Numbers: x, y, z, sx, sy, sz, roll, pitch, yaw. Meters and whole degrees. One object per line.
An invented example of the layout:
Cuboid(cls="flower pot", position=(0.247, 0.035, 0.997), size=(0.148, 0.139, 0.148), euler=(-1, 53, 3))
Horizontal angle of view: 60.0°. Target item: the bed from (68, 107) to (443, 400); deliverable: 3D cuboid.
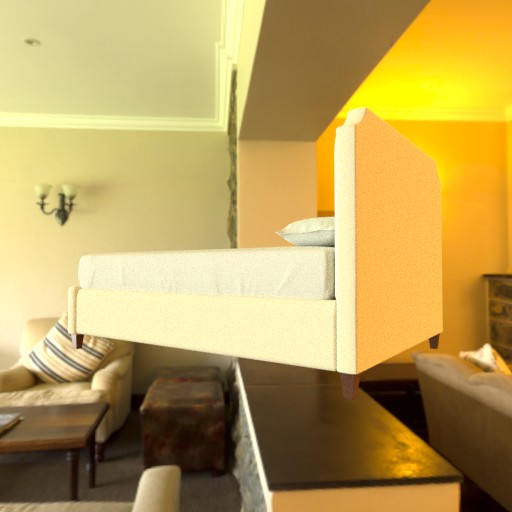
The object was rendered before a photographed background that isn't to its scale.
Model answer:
Cuboid(cls="bed", position=(0.000, 0.000, 3.408), size=(2.329, 1.415, 1.703), euler=(-1, -2, 35))
